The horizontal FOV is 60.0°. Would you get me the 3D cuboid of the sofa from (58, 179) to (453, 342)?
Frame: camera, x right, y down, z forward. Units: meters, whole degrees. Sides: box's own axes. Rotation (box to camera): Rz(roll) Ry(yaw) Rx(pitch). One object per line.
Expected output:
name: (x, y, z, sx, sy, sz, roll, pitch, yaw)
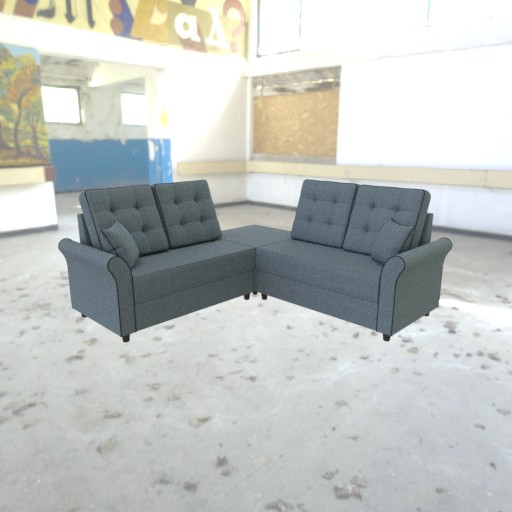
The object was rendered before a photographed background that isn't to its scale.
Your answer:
sofa: (0.000, 0.000, 3.305, 2.070, 0.988, 2.068, 14, 20, 43)
